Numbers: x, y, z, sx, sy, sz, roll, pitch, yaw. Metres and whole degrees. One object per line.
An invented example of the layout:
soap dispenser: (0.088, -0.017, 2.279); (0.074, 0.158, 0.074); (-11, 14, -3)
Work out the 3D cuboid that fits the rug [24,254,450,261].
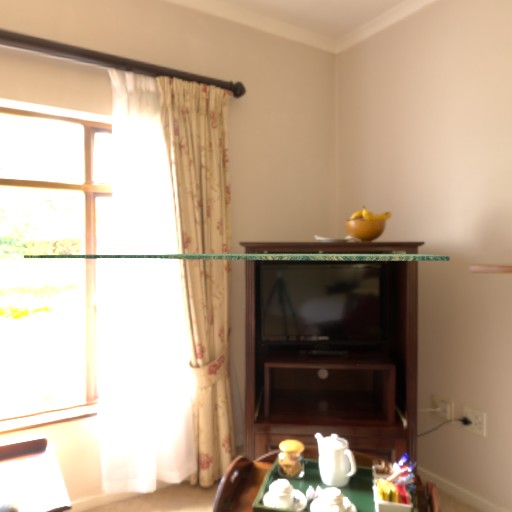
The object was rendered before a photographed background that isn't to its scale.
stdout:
rug: (0.000, 0.000, 4.255); (3.217, 0.027, 2.405); (0, 1, 19)
